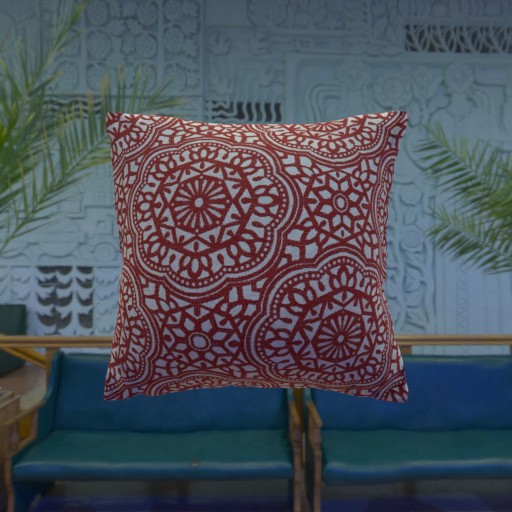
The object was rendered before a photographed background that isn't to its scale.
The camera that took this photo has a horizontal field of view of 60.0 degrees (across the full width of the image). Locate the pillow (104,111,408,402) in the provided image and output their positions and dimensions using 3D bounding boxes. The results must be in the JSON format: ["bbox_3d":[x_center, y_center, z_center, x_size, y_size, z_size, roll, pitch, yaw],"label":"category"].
[{"bbox_3d":[0.000,0.000,0.640,0.438,0.419,0.162,0,-1,0],"label":"pillow"}]
